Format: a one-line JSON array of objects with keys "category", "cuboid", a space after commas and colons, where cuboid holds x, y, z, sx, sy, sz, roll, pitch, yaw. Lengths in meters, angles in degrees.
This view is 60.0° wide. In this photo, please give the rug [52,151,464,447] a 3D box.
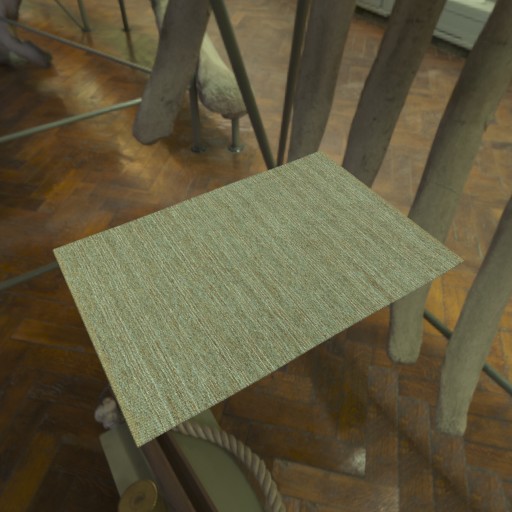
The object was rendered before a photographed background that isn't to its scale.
[{"category": "rug", "cuboid": [0.000, 0.000, 2.367, 1.824, 0.010, 1.240, -24, 51, -22]}]
